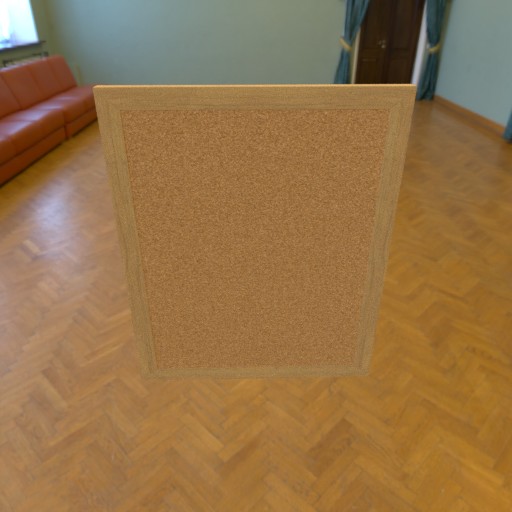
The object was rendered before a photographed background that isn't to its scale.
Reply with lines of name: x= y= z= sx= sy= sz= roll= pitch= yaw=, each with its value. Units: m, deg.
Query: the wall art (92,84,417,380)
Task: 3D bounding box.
wall art: x=0.000 y=0.000 z=0.774 sx=0.460 sy=0.561 sz=0.020 roll=-1 pitch=29 yaw=-1
